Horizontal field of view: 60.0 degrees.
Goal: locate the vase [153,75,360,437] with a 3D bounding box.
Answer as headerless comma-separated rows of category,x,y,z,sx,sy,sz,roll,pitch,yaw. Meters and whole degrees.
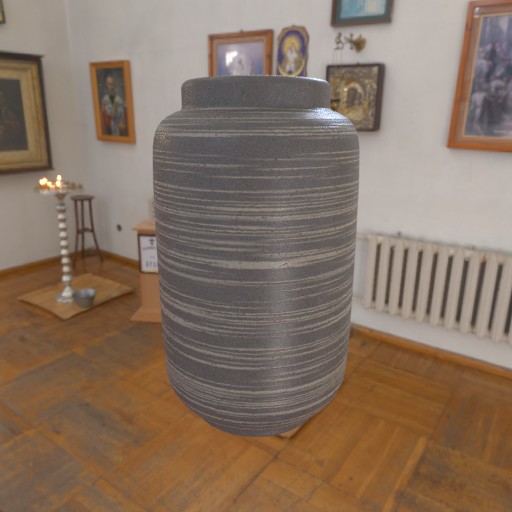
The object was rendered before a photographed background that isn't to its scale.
vase,0.000,0.000,0.682,0.297,0.499,0.297,0,16,0
